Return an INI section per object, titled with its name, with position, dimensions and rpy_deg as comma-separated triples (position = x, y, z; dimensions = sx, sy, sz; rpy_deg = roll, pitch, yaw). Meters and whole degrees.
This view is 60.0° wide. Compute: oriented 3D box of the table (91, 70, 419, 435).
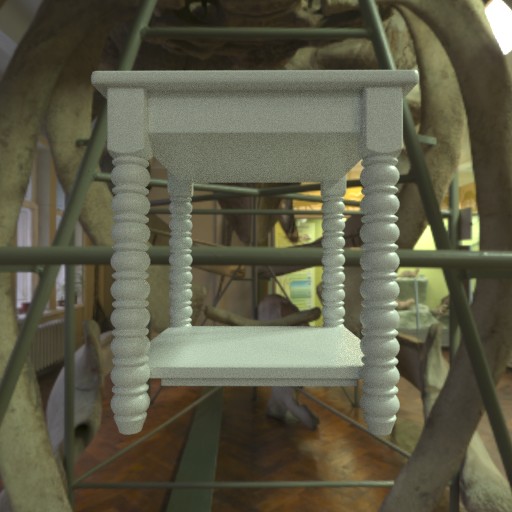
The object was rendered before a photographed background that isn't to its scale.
[table]
position = 0.000, 0.000, 0.935
dimensions = 0.500, 0.563, 0.533
rpy_deg = 0, 0, 1
